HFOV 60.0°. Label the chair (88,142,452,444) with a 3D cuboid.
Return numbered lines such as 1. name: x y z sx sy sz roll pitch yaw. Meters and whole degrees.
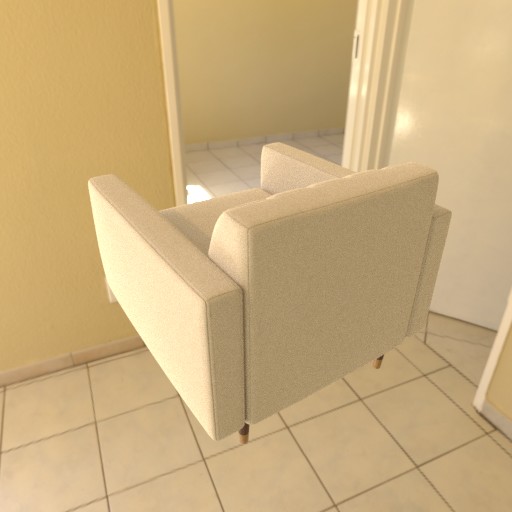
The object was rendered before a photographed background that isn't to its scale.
1. chair: 0.000 0.000 1.664 0.953 0.819 0.998 -18 35 -28
